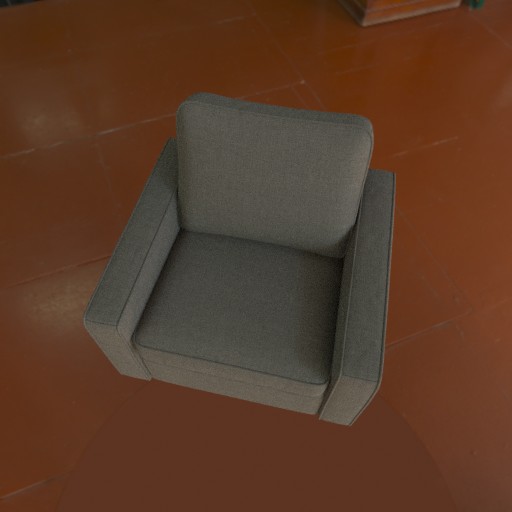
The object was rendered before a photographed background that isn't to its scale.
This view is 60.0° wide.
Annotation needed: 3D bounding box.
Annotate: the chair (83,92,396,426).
[{"bbox_3d":[0.000,0.000,1.737,1.017,0.919,0.940,11,57,7],"label":"chair"}]
